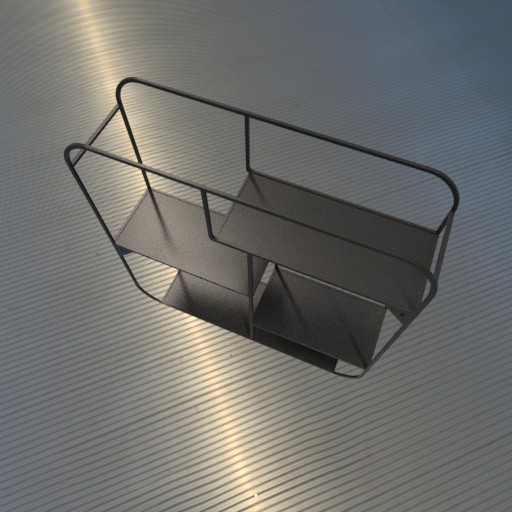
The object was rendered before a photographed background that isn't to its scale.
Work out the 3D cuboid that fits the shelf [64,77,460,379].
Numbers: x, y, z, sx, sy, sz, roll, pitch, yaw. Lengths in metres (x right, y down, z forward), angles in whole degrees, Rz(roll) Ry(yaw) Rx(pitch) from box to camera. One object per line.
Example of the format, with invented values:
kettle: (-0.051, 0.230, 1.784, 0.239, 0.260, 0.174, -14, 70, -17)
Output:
shelf: (0.000, 0.000, 0.904, 0.600, 0.600, 0.160, 20, 64, 11)
